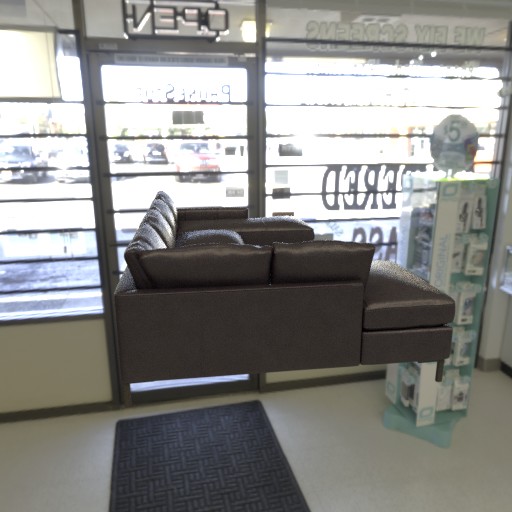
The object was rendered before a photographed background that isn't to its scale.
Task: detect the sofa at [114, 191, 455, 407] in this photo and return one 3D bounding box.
[{"bbox_3d":[0.000,0.000,3.844,1.939,0.900,2.956,-2,15,-8],"label":"sofa"}]
